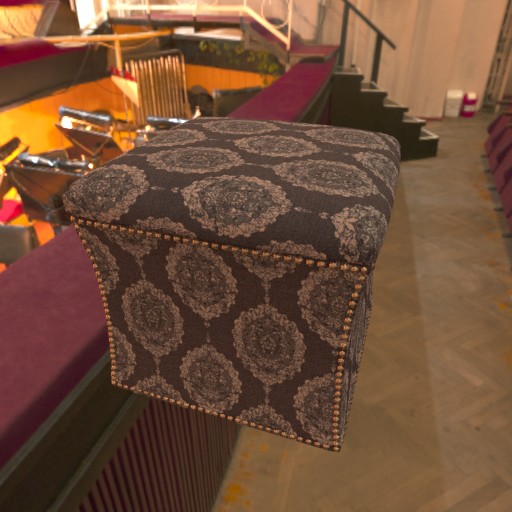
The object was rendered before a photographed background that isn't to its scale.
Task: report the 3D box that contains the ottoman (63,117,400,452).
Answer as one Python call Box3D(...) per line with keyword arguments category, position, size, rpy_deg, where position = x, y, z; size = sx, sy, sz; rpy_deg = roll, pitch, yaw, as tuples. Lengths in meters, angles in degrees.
Box3D(category="ottoman", position=(0.000, 0.000, 0.919), size=(0.507, 0.475, 0.497), rpy_deg=(10, 32, 17))
